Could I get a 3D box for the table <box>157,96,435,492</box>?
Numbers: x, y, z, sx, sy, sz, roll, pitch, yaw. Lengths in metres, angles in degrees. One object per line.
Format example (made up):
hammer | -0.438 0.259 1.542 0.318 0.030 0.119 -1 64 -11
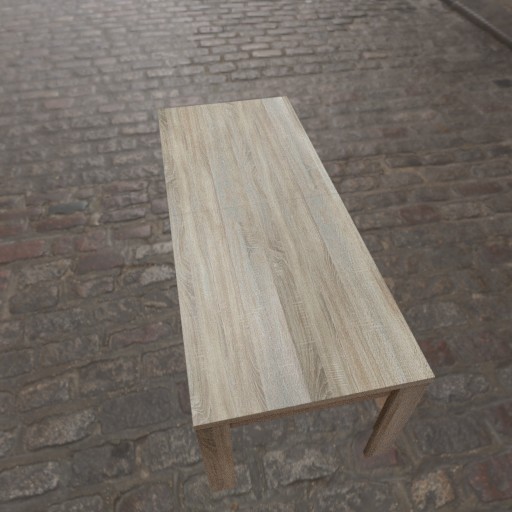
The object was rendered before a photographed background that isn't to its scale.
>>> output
table | 0.000 0.000 2.607 0.900 0.790 2.200 -9 48 -8
